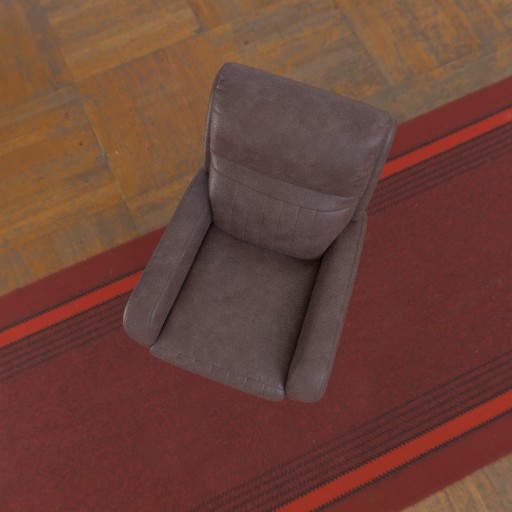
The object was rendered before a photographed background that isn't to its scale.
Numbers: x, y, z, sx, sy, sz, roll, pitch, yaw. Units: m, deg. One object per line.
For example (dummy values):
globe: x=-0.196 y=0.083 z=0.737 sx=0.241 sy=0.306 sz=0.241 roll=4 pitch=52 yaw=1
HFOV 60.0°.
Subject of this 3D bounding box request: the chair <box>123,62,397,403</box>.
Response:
chair: x=0.000 y=0.000 z=1.855 sx=0.865 sy=1.067 sz=1.067 roll=19 pitch=76 yaw=5
